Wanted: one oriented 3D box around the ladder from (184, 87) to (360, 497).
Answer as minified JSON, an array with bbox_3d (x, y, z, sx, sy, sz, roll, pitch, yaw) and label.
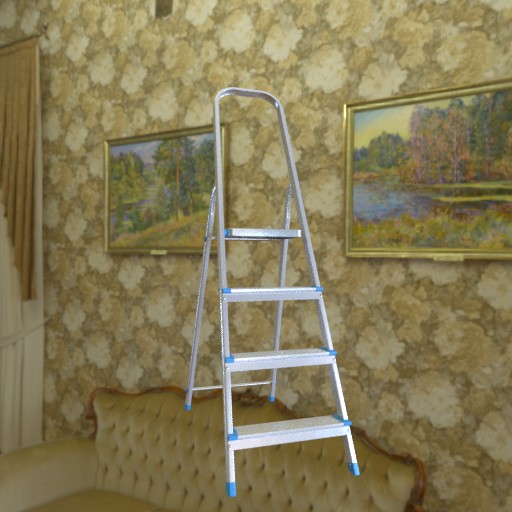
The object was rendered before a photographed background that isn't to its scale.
[{"bbox_3d":[0.000,0.000,1.784,0.445,1.434,0.842,0,-1,-18],"label":"ladder"}]
